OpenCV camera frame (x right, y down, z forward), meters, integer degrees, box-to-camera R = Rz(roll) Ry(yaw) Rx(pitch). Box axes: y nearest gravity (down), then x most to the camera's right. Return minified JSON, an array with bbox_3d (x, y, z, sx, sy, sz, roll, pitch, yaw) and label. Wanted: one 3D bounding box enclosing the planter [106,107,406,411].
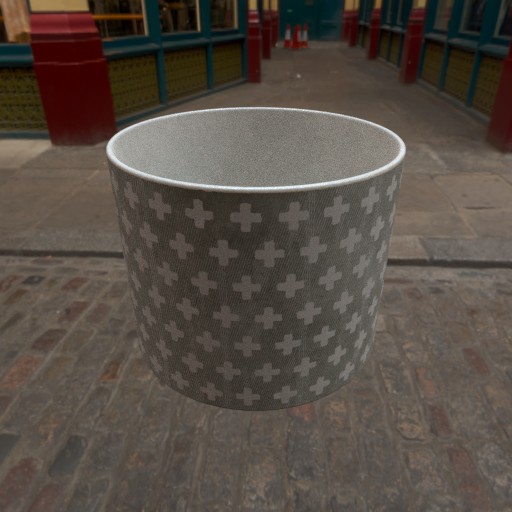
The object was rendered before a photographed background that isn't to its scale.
[{"bbox_3d":[0.000,0.000,0.443,0.250,0.239,0.250,0,30,0],"label":"planter"}]
